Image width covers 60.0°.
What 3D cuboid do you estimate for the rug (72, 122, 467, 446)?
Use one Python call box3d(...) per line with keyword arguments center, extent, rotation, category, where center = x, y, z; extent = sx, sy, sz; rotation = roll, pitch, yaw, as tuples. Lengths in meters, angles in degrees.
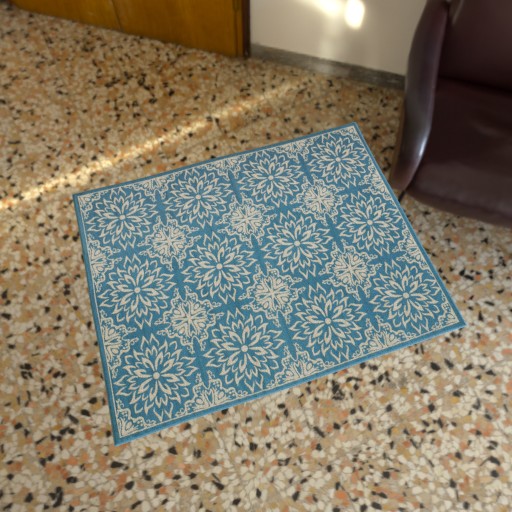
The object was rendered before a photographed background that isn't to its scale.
box3d(center=(0.000, 0.000, 3.976), extent=(2.964, 0.018, 2.350), rotation=(-16, 65, -8), category="rug")
